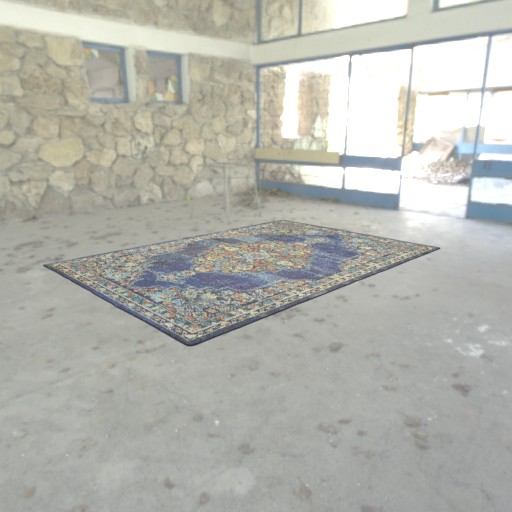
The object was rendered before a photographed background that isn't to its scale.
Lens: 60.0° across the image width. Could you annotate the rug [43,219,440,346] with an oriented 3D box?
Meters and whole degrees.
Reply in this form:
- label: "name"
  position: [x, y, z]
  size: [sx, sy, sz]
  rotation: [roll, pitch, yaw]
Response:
- label: "rug"
  position: [0.000, 0.000, 3.935]
  size: [2.940, 0.011, 2.053]
  rotation: [-14, 21, -42]
